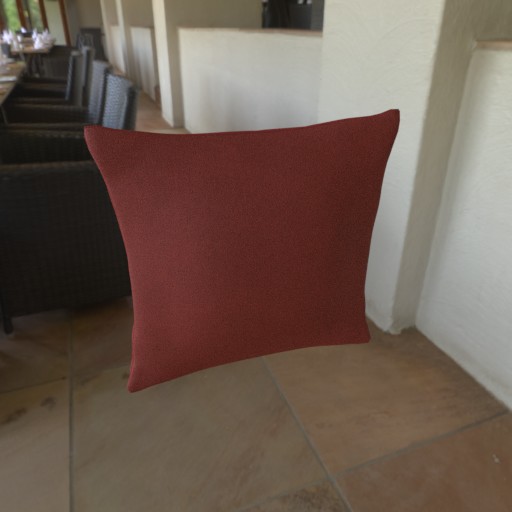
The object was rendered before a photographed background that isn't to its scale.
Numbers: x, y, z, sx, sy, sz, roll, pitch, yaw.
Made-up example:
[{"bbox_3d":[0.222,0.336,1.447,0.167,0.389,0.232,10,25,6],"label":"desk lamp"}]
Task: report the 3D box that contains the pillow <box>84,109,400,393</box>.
[{"bbox_3d":[0.000,0.000,0.677,0.435,0.416,0.151,-8,29,-15],"label":"pillow"}]
